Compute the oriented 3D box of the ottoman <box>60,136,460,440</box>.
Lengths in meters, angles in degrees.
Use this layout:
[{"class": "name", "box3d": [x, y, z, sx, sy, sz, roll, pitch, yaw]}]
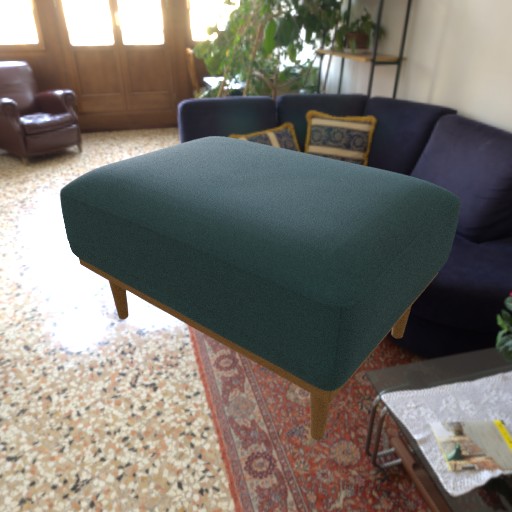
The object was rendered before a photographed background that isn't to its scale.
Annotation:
[{"class": "ottoman", "box3d": [0.000, 0.000, 1.052, 0.749, 0.428, 0.549, 21, 36, 33]}]
